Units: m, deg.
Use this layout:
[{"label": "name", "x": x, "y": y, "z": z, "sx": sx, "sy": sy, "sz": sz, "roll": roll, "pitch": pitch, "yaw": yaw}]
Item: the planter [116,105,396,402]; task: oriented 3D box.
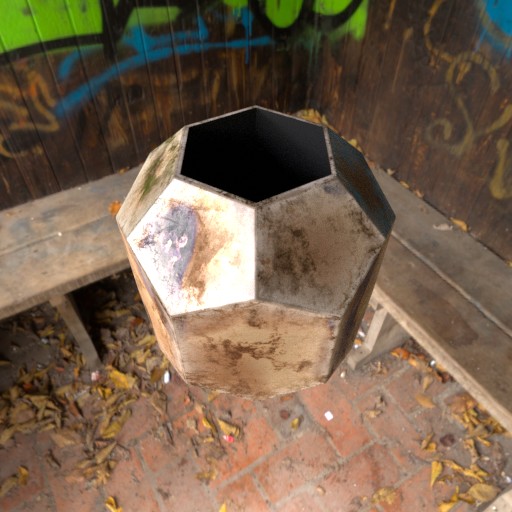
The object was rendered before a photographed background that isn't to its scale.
[{"label": "planter", "x": 0.000, "y": 0.000, "z": 0.422, "sx": 0.221, "sy": 0.238, "sz": 0.243, "roll": 23, "pitch": 51, "yaw": 20}]
